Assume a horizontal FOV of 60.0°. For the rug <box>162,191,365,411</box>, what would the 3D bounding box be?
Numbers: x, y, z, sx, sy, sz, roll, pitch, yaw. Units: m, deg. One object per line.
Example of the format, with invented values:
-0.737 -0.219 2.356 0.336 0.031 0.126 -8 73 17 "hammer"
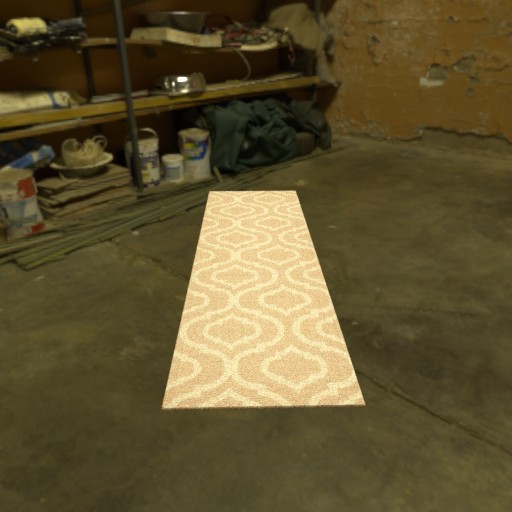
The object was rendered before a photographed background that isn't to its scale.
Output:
0.000 0.000 2.518 0.691 0.013 2.289 -1 27 -1 "rug"
